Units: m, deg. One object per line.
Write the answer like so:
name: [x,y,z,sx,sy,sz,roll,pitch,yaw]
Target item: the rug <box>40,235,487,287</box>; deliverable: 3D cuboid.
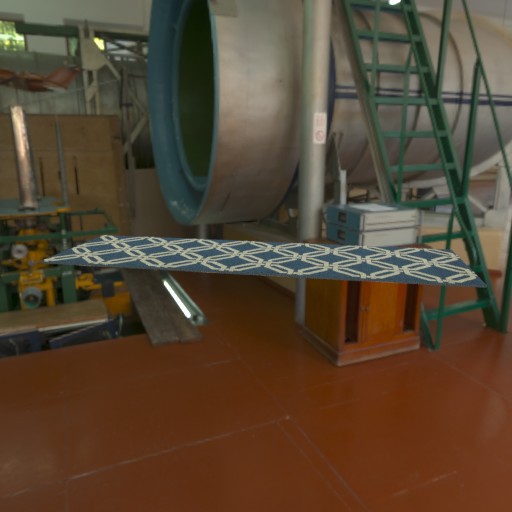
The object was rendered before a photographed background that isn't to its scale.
rug: [0.000,0.000,2.545,2.276,0.014,0.678,3,15,10]
